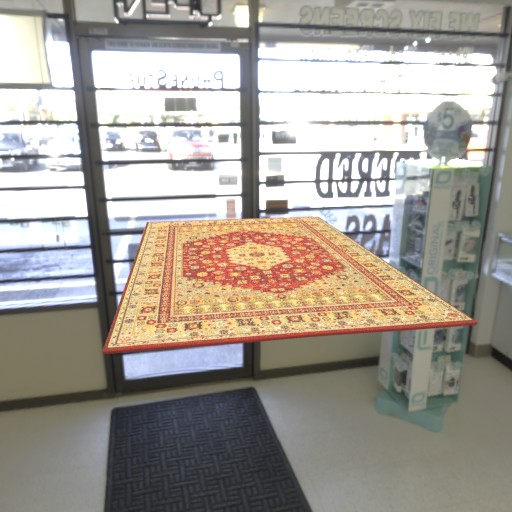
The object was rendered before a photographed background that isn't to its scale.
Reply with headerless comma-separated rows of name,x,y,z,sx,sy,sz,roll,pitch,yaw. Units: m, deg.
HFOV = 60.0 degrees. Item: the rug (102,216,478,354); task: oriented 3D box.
rug,0.000,0.000,2.222,1.194,0.013,1.802,-3,17,-9
